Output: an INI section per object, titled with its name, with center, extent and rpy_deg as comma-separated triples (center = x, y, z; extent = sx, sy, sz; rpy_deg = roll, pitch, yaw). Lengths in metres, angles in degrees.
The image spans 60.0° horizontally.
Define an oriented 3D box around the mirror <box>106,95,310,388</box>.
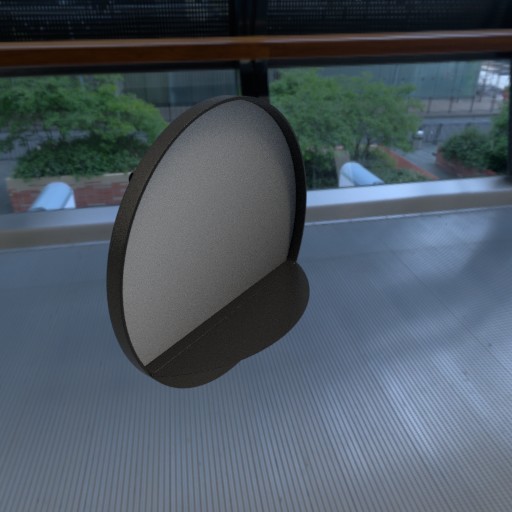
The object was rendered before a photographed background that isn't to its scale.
[mirror]
center = 0.000, 0.000, 0.681
extent = 0.133, 0.457, 0.457
rpy_deg = 18, 33, 30
